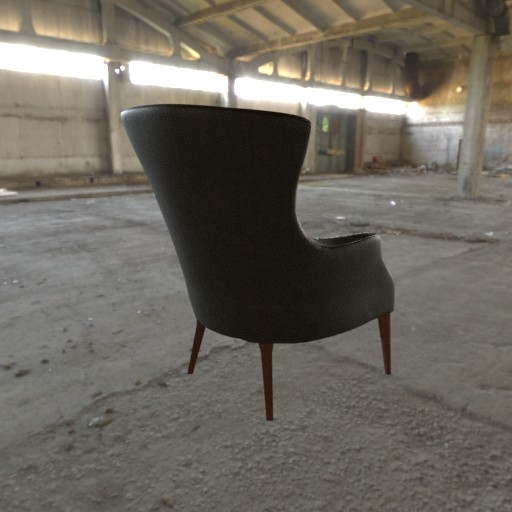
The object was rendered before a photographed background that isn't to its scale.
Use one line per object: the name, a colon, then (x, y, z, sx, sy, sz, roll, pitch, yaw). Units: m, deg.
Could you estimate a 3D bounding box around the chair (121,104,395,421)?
chair: (0.000, 0.000, 1.745, 0.954, 1.068, 0.819, -13, 19, -43)
